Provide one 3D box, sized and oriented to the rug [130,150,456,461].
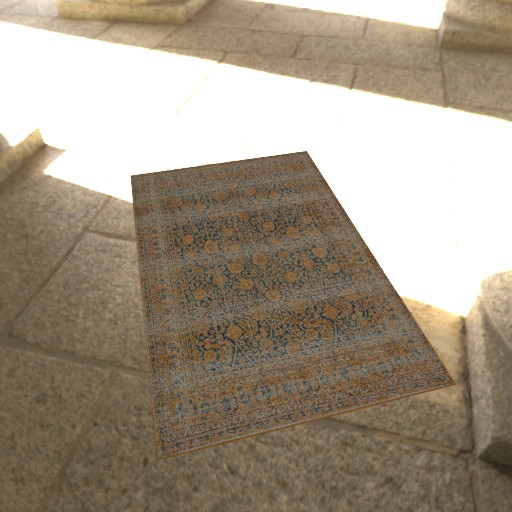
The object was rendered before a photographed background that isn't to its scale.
[{"bbox_3d":[0.000,0.000,2.948,1.525,0.007,2.336,-10,45,-10],"label":"rug"}]
